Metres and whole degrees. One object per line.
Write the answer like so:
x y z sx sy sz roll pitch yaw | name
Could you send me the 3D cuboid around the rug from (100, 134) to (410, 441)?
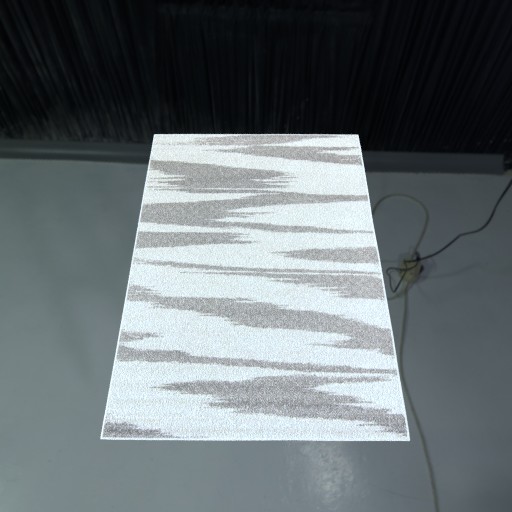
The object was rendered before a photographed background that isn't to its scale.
0.000 0.000 2.750 1.533 0.010 2.142 0 58 0 | rug
